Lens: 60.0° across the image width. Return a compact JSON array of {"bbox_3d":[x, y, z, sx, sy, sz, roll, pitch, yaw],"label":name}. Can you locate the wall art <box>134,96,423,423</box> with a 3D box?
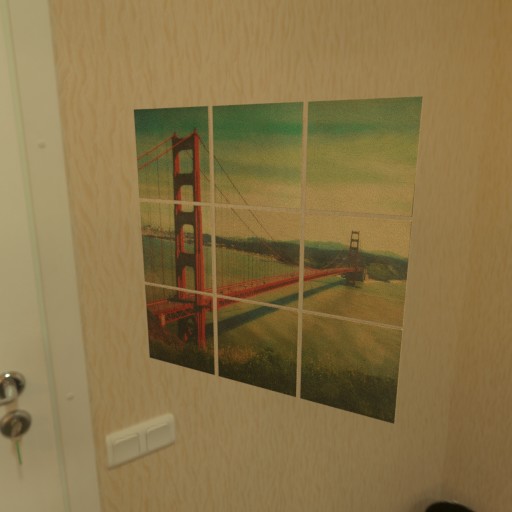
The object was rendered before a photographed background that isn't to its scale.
[{"bbox_3d":[0.000,0.000,2.314,1.519,1.507,0.014,7,16,26],"label":"wall art"}]
